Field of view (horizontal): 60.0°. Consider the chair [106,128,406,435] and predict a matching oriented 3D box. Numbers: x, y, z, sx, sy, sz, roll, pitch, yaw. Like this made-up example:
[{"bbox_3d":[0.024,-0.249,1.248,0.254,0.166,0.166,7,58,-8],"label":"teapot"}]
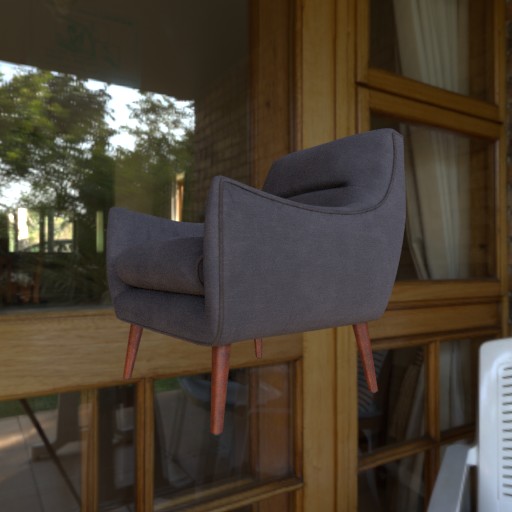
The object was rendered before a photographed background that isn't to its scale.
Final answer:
[{"bbox_3d":[0.000,0.000,1.465,0.787,0.838,0.762,0,-1,-36],"label":"chair"}]
